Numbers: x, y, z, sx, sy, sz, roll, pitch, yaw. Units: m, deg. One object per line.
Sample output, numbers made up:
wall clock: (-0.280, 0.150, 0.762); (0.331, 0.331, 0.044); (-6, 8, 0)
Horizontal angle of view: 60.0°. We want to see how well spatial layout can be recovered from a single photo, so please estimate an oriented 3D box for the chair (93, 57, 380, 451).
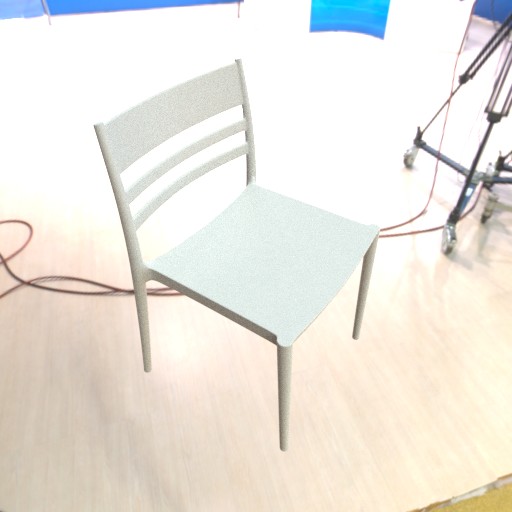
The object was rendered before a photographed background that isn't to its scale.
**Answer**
chair: (0.000, 0.000, 1.158); (0.511, 0.800, 0.531); (25, 47, 25)
